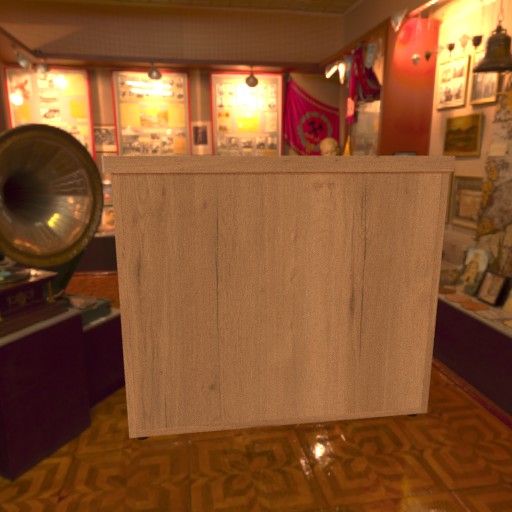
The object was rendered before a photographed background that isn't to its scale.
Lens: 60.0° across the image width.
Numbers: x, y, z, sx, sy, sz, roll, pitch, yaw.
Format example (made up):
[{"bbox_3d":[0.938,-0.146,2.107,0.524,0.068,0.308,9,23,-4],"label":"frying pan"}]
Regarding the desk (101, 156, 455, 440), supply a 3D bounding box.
[{"bbox_3d":[0.000,0.000,1.733,0.900,0.760,1.169,-2,13,-8],"label":"desk"}]
